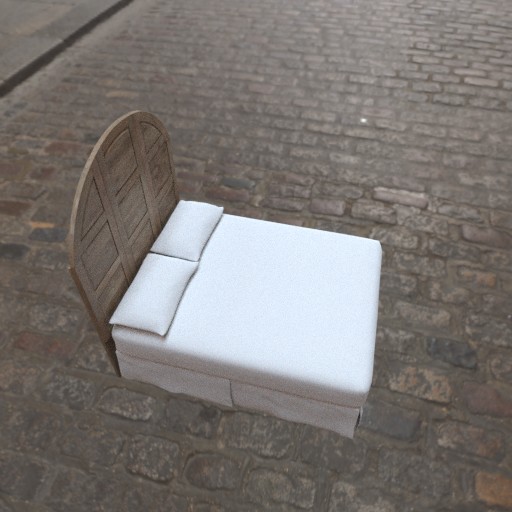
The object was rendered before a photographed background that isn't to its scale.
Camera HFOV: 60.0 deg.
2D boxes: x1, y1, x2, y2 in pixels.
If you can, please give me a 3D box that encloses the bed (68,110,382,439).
[{"bbox_3d":[0.000,0.000,3.550,2.112,2.002,1.713,10,47,10],"label":"bed"}]
